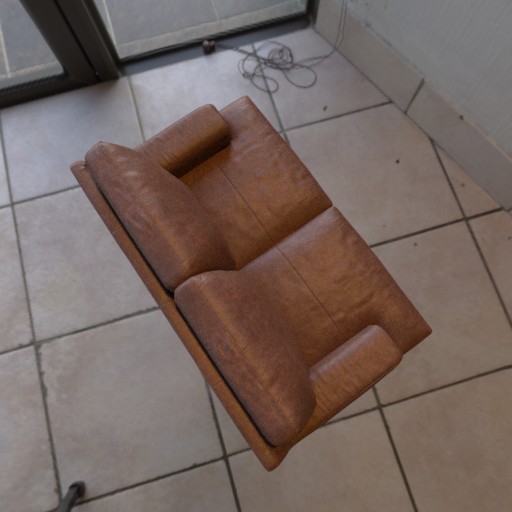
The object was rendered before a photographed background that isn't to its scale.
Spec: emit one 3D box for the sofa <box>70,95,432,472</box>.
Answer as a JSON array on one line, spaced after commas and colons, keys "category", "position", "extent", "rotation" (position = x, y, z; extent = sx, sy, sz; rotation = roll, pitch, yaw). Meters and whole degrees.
[{"category": "sofa", "position": [0.000, 0.000, 2.482], "extent": [1.143, 0.939, 1.880], "rotation": [-34, 79, -8]}]
